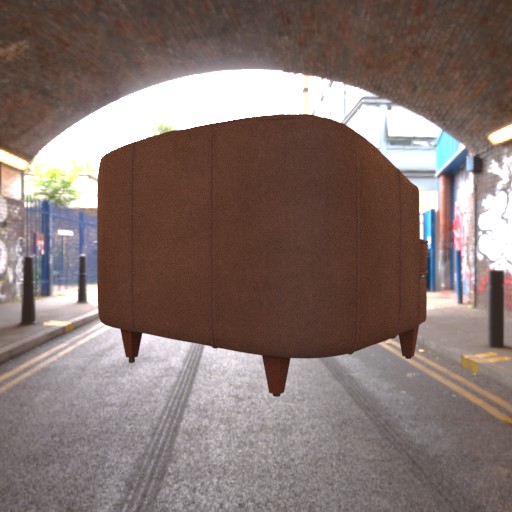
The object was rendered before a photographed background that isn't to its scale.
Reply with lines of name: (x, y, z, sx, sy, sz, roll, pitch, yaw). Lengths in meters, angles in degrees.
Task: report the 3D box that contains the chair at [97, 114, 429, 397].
chair: (0.000, 0.000, 1.724, 1.118, 0.787, 0.914, 0, 1, 36)
